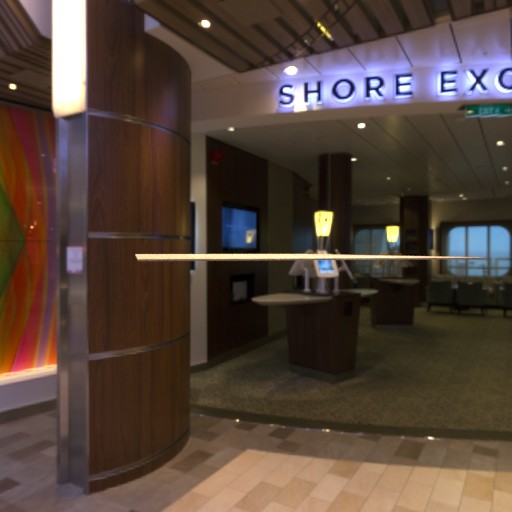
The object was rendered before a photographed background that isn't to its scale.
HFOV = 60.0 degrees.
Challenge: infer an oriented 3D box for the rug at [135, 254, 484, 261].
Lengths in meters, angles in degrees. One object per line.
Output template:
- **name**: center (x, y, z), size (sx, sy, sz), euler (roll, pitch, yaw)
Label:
- **rug**: center (0.000, 0.000, 2.336), size (1.221, 0.006, 1.827), euler (0, 1, -15)
